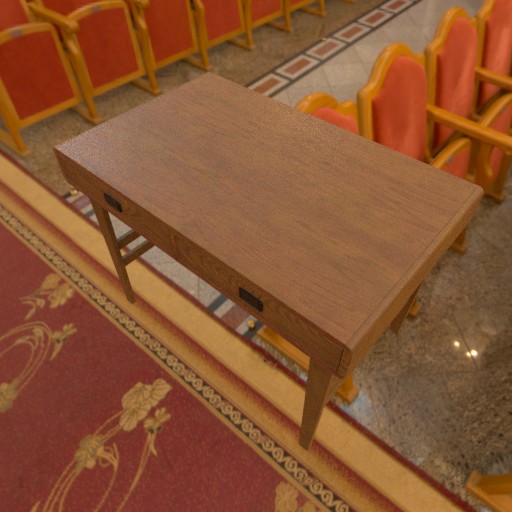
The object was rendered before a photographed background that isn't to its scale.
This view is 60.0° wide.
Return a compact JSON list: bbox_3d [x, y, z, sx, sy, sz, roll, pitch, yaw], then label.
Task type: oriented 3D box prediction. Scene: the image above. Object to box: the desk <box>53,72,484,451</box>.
[{"bbox_3d":[0.000,0.000,1.540,1.066,0.754,0.660,33,55,26],"label":"desk"}]
